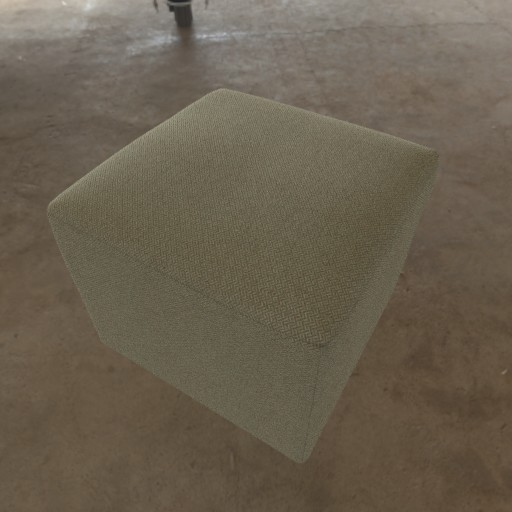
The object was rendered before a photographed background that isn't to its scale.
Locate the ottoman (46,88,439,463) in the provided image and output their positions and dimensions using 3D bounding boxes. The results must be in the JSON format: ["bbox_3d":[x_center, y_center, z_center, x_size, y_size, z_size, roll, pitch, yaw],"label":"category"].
[{"bbox_3d":[0.000,0.000,0.906,0.521,0.453,0.512,24,51,21],"label":"ottoman"}]
